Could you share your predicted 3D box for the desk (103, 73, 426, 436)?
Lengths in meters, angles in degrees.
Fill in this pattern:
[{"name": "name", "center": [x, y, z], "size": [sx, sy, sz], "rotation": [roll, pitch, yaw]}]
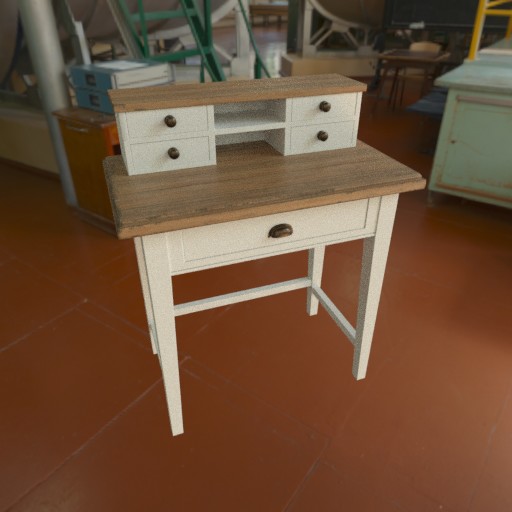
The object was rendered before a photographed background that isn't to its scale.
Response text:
[{"name": "desk", "center": [0.000, 0.000, 1.418], "size": [0.814, 0.981, 0.462], "rotation": [-11, 34, -17]}]
